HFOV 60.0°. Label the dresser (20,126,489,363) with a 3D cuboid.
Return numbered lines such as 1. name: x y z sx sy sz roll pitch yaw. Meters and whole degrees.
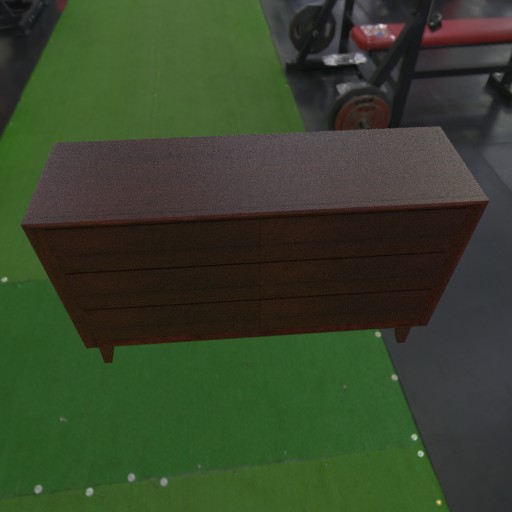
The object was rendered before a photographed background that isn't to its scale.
1. dresser: 0.000 0.000 2.039 1.609 0.971 0.499 -3 47 -3
